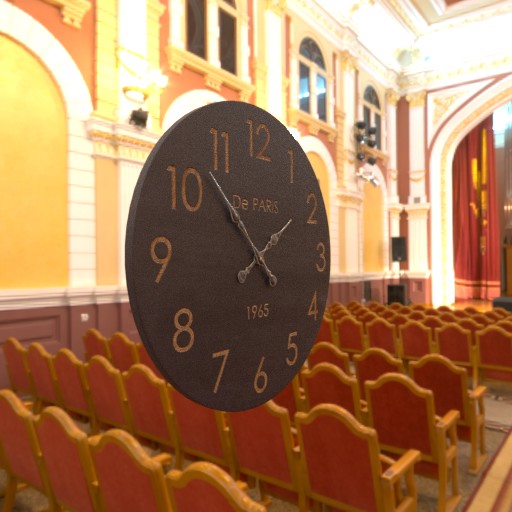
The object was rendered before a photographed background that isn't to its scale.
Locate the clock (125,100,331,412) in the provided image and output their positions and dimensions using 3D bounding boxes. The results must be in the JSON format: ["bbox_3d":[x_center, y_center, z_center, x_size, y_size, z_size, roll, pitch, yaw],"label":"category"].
[{"bbox_3d":[0.000,0.000,0.881,0.029,0.595,0.595,-1,-1,38],"label":"clock"}]
